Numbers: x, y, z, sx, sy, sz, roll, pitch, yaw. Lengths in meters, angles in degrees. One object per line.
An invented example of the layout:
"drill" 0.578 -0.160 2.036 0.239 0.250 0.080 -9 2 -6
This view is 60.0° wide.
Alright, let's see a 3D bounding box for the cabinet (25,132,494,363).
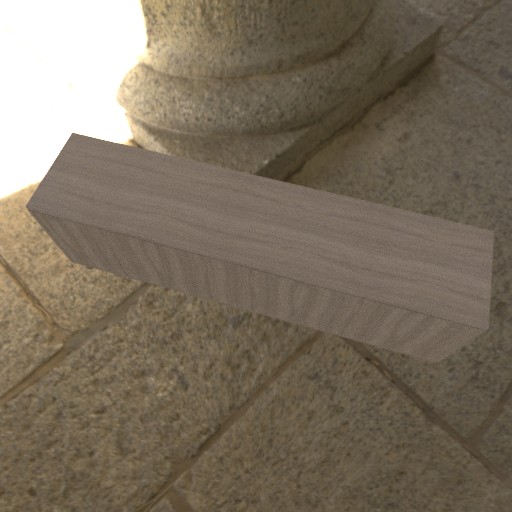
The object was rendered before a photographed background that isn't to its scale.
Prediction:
"cabinet" 0.000 0.000 2.469 2.198 0.779 0.499 15 64 7
